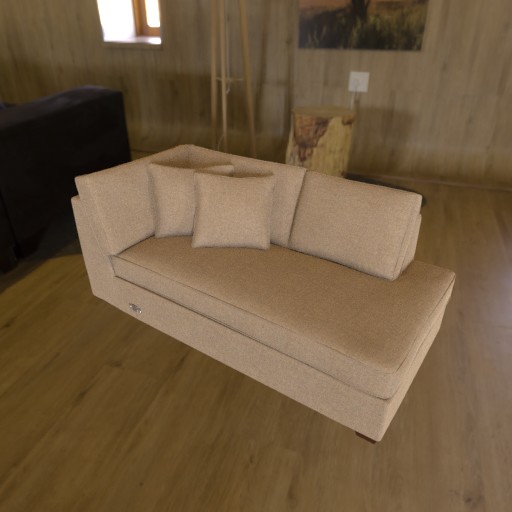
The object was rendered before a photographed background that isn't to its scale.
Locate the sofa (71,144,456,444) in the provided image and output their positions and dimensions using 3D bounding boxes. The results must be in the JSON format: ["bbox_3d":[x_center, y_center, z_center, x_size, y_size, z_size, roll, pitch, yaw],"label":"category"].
[{"bbox_3d":[0.000,0.000,2.841,2.238,1.019,1.110,19,35,30],"label":"sofa"}]
